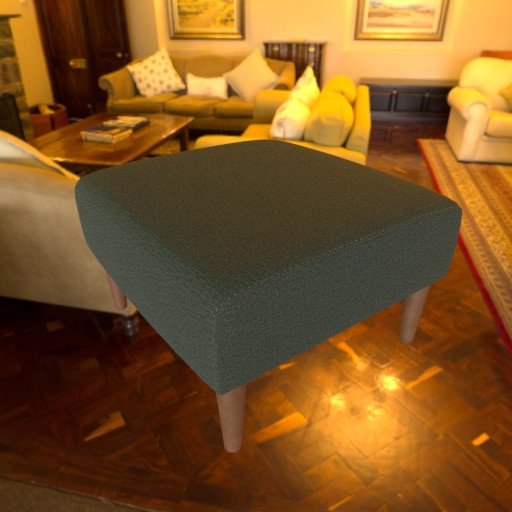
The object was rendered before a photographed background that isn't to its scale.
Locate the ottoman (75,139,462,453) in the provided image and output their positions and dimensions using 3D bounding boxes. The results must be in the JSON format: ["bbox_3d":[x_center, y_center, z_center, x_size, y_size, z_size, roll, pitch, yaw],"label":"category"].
[{"bbox_3d":[0.000,0.000,1.064,0.649,0.398,0.650,-20,35,-31],"label":"ottoman"}]
